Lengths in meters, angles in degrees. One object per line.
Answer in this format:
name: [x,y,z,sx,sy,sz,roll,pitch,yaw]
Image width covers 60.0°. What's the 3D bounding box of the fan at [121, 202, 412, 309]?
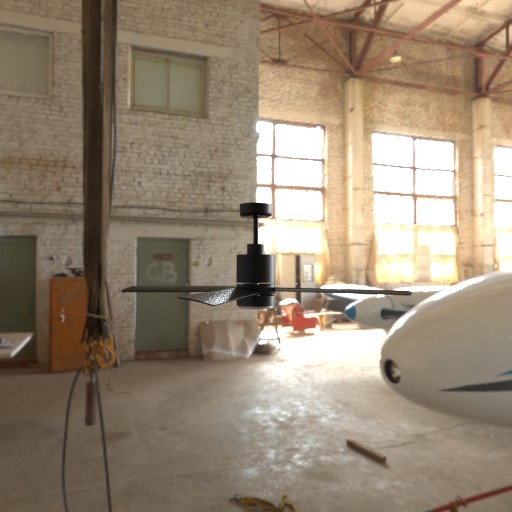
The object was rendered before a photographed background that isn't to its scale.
fan: [0.000,0.000,2.299,1.525,0.534,1.525,0,-2,17]
